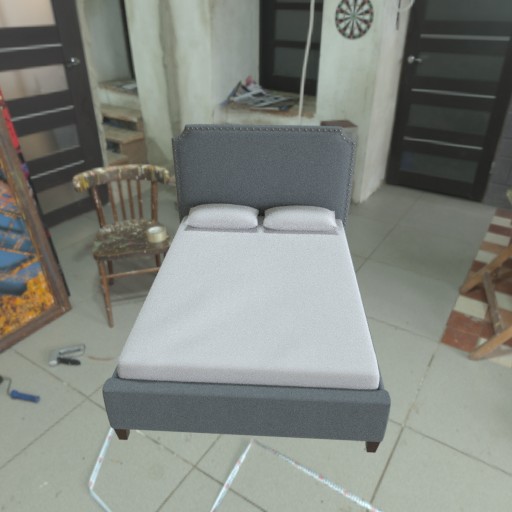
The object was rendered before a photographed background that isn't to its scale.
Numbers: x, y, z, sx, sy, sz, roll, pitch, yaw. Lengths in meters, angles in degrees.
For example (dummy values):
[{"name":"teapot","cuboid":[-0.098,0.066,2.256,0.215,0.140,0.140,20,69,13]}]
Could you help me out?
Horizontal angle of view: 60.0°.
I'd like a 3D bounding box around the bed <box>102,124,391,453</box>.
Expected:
[{"name":"bed","cuboid":[0.000,0.000,3.428,1.712,1.443,2.372,2,30,3]}]
